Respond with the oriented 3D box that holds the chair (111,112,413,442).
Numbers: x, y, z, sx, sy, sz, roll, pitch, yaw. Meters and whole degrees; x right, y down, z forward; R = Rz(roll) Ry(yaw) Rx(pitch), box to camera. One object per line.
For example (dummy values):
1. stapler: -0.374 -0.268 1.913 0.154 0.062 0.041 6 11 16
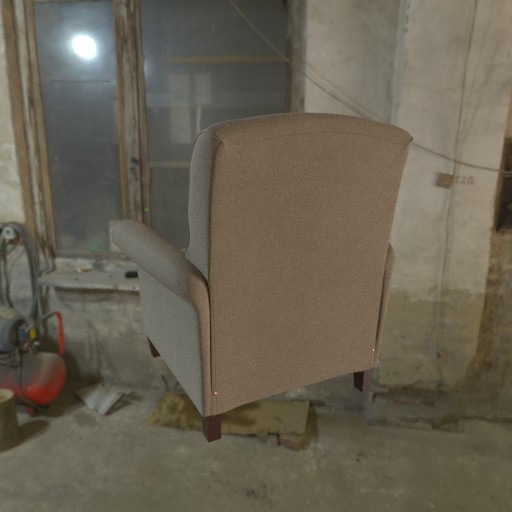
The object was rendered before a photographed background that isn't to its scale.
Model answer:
1. chair: 0.000 0.000 1.802 0.978 1.061 0.905 -7 16 -27
